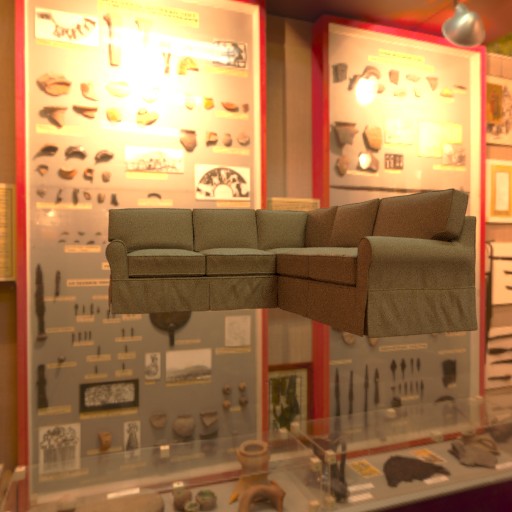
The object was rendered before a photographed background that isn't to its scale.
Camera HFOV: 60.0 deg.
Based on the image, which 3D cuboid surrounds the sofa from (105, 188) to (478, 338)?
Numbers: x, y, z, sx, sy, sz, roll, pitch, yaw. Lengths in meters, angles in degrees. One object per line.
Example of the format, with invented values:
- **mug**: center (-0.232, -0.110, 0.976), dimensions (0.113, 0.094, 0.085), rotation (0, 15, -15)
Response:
- **sofa**: center (0.000, 0.000, 4.063), dimensions (2.618, 1.081, 2.623), rotation (0, 1, -19)
